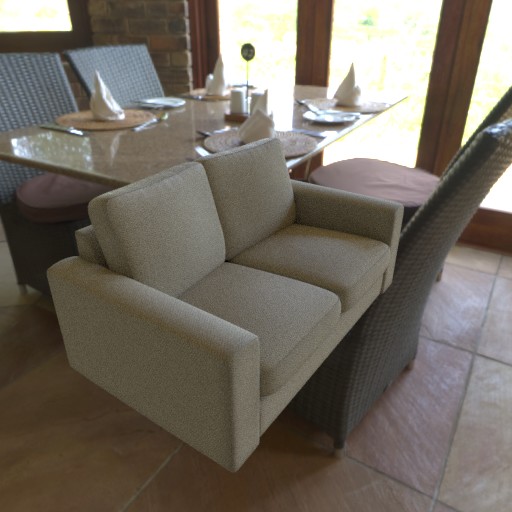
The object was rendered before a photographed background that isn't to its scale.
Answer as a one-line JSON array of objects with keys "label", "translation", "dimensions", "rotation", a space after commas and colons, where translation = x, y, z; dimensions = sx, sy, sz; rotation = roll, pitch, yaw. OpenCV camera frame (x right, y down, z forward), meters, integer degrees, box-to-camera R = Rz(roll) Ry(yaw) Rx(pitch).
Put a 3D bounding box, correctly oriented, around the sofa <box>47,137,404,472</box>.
[{"label": "sofa", "translation": [0.000, 0.000, 2.221], "dimensions": [1.016, 0.873, 1.616], "rotation": [18, 33, 30]}]
